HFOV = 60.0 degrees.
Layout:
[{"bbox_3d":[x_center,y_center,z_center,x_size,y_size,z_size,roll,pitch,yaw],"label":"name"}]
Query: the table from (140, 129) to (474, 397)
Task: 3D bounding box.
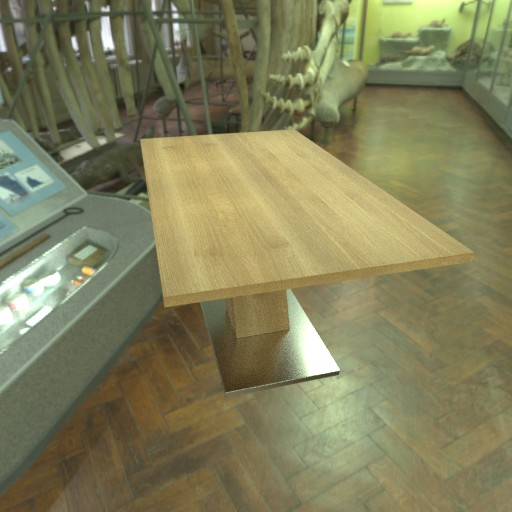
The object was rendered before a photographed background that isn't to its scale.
[{"bbox_3d":[0.000,0.000,2.055,0.900,0.750,1.600,-7,30,-13],"label":"table"}]
